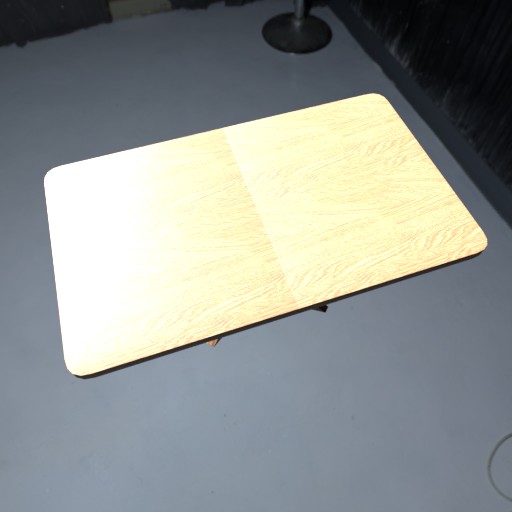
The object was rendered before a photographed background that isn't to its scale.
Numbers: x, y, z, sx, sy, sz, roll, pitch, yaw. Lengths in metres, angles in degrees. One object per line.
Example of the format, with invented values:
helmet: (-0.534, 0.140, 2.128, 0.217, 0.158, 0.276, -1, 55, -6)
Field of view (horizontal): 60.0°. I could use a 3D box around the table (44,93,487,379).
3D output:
table: (0.000, 0.000, 2.119, 1.600, 0.770, 0.950, -16, 60, -10)
